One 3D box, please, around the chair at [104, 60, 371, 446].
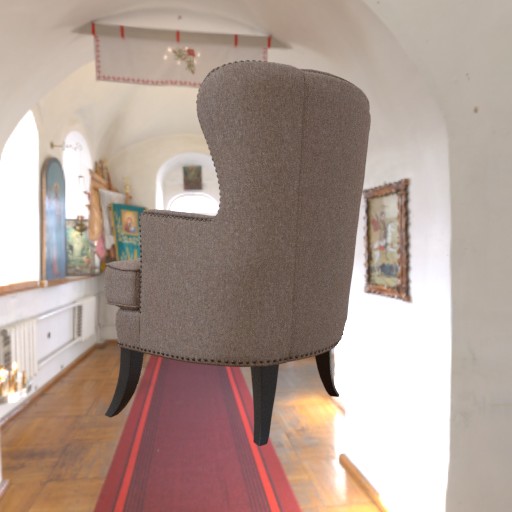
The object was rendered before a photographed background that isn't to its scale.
[{"bbox_3d":[0.000,0.000,1.560,0.758,1.060,0.759,2,3,36],"label":"chair"}]
